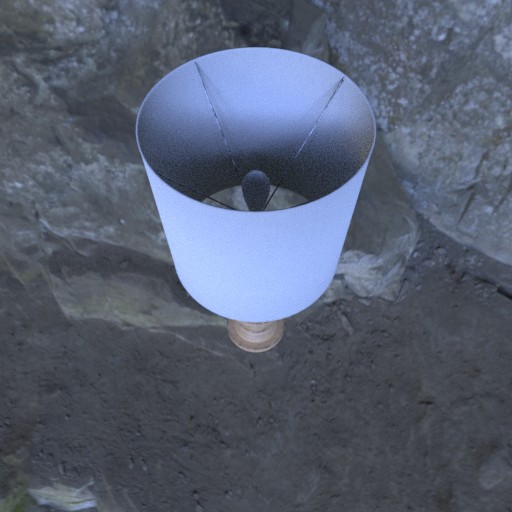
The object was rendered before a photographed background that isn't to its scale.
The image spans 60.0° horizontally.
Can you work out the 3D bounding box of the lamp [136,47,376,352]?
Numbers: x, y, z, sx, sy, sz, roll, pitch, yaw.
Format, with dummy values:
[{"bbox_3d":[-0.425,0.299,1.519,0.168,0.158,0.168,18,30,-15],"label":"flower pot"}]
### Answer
[{"bbox_3d":[0.000,0.000,0.581,0.208,0.455,0.208,30,63,17],"label":"lamp"}]
